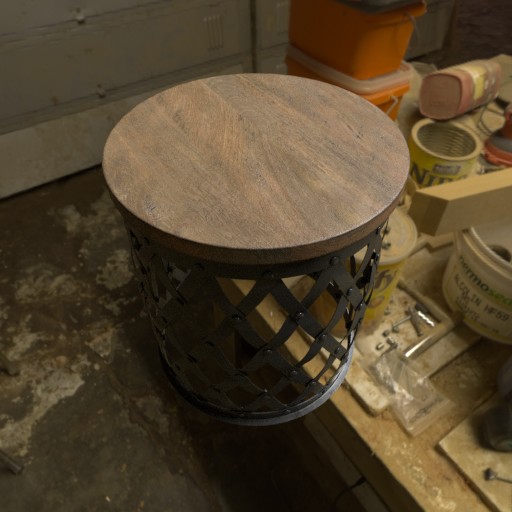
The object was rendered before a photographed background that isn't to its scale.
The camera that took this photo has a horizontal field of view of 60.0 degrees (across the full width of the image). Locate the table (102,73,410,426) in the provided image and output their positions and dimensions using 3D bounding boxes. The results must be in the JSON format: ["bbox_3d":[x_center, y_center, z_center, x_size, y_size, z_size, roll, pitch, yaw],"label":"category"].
[{"bbox_3d":[0.000,0.000,0.761,0.405,0.454,0.405,0,47,0],"label":"table"}]
